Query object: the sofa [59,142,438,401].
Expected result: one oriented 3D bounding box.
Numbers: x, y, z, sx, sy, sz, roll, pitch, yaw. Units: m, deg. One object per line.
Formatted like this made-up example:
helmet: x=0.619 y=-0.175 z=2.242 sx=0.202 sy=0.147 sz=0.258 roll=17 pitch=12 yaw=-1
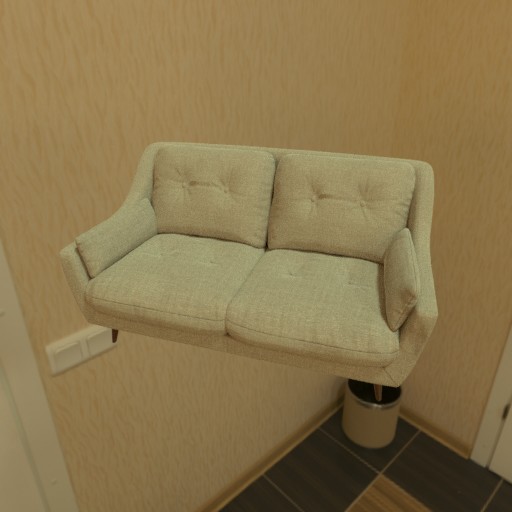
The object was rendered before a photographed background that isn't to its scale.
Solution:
sofa: x=0.000 y=0.000 z=2.226 sx=1.652 sy=0.888 sz=0.965 roll=8 pitch=28 yaw=16
